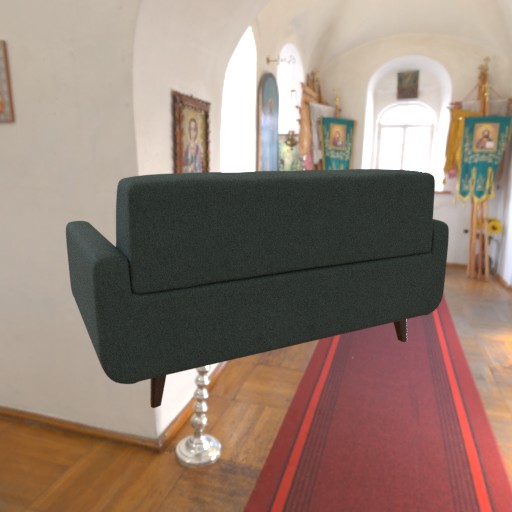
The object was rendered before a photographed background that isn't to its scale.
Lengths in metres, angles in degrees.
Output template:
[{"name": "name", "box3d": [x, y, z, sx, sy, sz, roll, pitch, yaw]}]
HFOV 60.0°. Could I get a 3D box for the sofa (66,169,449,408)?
[{"name": "sofa", "box3d": [0.000, 0.000, 2.165, 1.631, 0.841, 0.909, -7, 15, -27]}]
